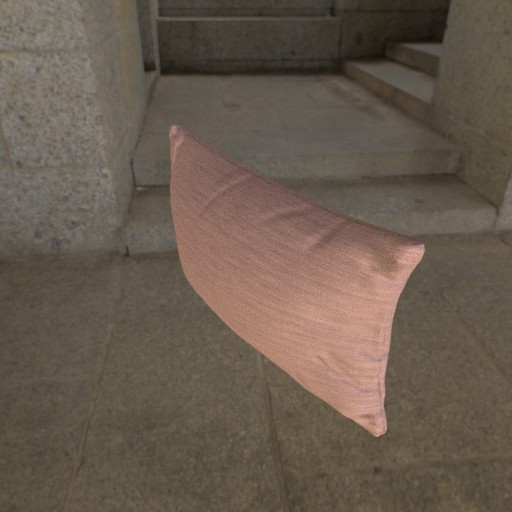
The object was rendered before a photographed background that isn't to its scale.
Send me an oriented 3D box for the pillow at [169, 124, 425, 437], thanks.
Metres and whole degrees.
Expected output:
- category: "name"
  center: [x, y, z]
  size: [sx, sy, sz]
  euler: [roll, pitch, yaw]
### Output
- category: "pillow"
  center: [0.000, 0.000, 0.798]
  size: [0.210, 0.338, 0.633]
  euler: [-21, 37, -30]
